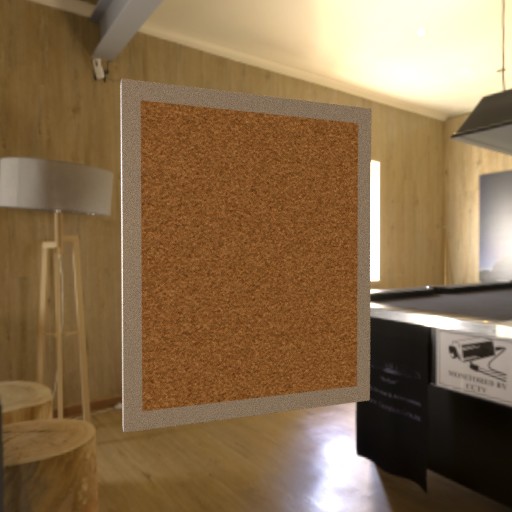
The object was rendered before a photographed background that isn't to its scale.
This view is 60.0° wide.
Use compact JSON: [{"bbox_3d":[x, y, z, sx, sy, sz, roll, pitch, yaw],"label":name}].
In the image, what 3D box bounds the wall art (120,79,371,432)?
[{"bbox_3d":[0.000,0.000,0.783,0.454,0.556,0.028,0,1,-19],"label":"wall art"}]
